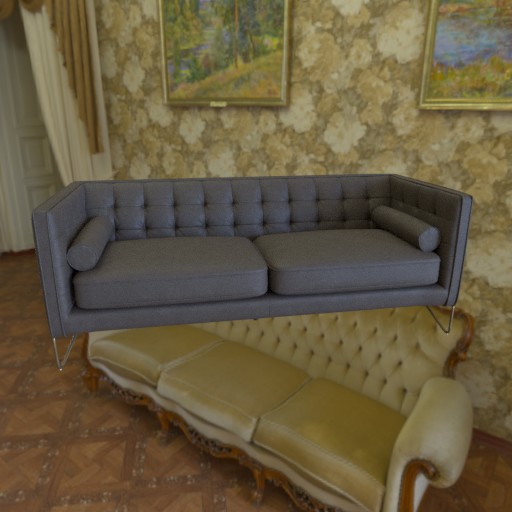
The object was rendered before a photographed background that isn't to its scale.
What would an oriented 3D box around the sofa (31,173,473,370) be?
[{"bbox_3d":[0.000,0.000,2.523,2.087,0.789,0.867,-3,18,-10],"label":"sofa"}]
